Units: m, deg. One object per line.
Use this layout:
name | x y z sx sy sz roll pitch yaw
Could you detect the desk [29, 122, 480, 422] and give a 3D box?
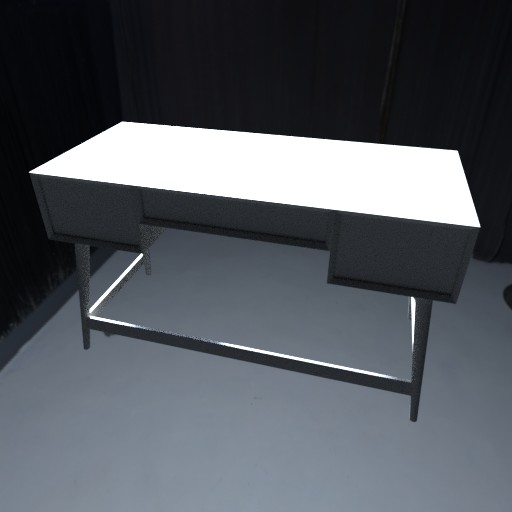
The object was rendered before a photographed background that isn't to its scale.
desk | 0.000 0.000 1.687 1.313 0.762 0.589 9 34 13
